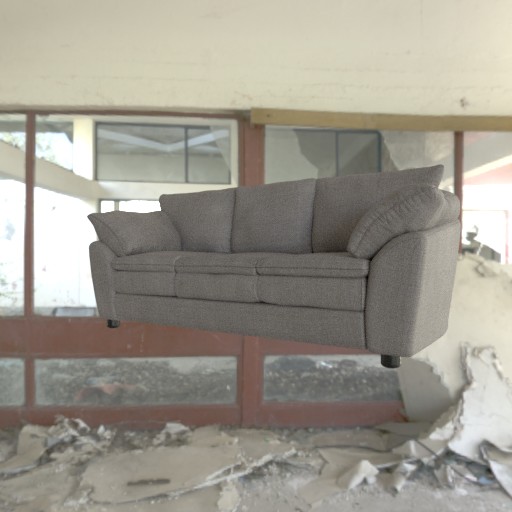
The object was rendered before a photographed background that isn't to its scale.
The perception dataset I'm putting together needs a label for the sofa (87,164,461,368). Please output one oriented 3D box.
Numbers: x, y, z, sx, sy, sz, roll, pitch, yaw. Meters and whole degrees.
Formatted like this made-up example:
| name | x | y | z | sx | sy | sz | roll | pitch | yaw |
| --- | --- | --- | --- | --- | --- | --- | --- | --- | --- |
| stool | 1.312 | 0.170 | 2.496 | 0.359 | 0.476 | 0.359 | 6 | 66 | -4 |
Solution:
| name | x | y | z | sx | sy | sz | roll | pitch | yaw |
| --- | --- | --- | --- | --- | --- | --- | --- | --- | --- |
| sofa | 0.000 | 0.000 | 2.790 | 2.334 | 0.996 | 0.878 | 0 | 0 | 34 |
